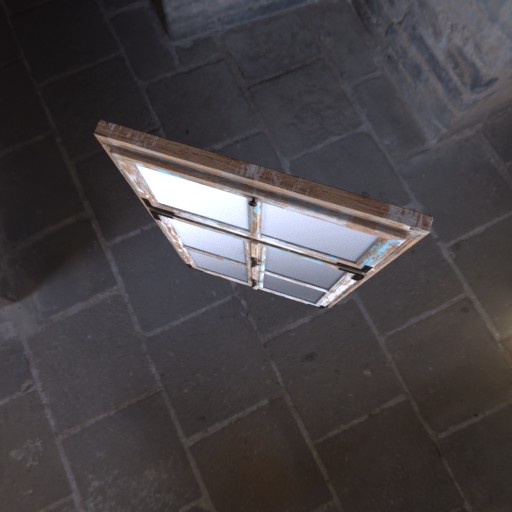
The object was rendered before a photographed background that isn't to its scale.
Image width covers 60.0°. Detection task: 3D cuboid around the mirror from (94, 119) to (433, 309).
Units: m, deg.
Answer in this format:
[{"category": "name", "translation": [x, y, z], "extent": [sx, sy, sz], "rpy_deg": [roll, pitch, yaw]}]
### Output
[{"category": "mirror", "translation": [0.000, 0.000, 1.479], "extent": [0.707, 1.213, 0.083], "rpy_deg": [17, 77, 4]}]
